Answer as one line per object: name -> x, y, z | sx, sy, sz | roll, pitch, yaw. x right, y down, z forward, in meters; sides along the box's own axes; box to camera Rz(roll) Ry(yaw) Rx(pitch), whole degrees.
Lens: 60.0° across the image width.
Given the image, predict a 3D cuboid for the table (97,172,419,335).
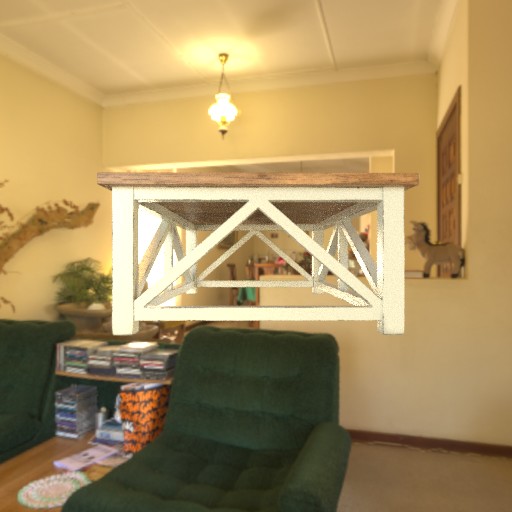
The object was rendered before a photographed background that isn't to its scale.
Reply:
table -> 0.000, 0.000, 1.798 | 0.800, 0.410, 1.400 | 0, 0, -1
